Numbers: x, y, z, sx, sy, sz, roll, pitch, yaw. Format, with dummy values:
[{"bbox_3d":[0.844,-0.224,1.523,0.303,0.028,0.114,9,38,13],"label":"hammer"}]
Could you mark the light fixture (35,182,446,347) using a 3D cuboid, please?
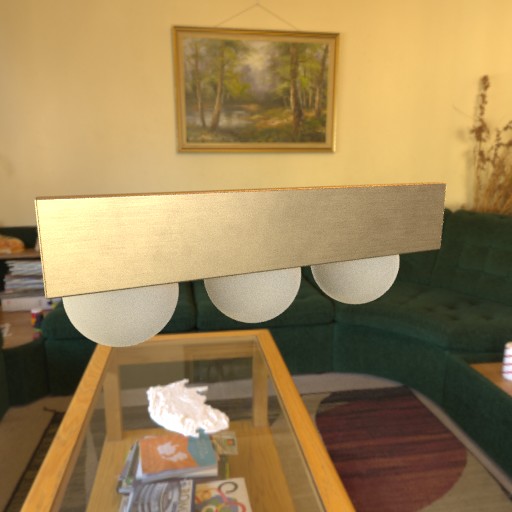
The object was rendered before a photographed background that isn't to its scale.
[{"bbox_3d":[0.000,0.000,0.831,0.721,0.263,0.218,-6,14,-26],"label":"light fixture"}]
